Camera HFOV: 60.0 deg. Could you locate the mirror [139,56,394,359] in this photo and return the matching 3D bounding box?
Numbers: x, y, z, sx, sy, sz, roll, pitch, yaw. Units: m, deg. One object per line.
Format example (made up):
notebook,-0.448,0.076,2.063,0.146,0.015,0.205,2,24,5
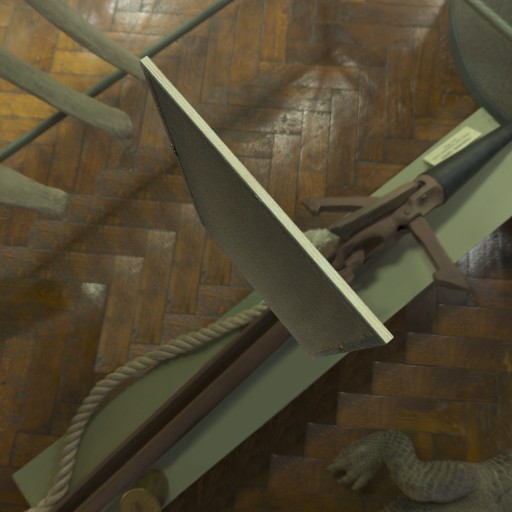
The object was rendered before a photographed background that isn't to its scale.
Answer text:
mirror,0.000,0.000,1.285,0.025,0.996,0.705,-38,79,-9
